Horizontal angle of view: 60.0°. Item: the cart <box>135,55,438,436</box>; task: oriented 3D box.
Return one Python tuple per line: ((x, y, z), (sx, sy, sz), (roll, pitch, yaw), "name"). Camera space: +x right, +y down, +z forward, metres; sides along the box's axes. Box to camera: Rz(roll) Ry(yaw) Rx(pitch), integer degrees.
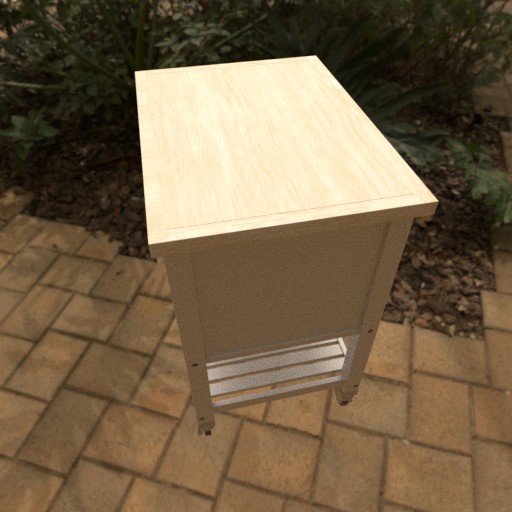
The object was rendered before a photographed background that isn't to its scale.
((0.000, 0.000, 1.406), (0.559, 0.914, 0.762), (-9, 45, -9), "cart")
